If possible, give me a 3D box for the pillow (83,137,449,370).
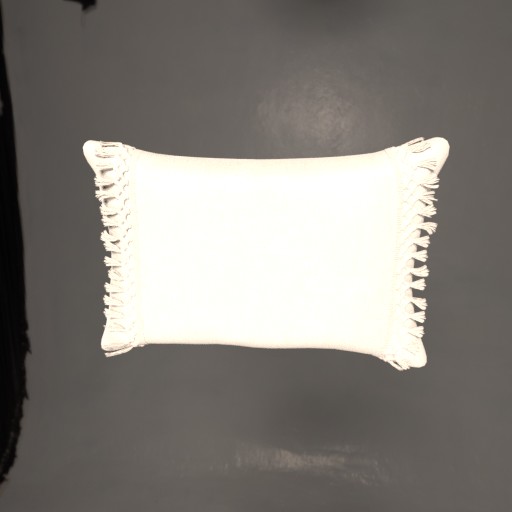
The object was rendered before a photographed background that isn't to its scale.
[{"bbox_3d":[0.000,0.000,0.591,0.466,0.305,0.084,2,13,8],"label":"pillow"}]
